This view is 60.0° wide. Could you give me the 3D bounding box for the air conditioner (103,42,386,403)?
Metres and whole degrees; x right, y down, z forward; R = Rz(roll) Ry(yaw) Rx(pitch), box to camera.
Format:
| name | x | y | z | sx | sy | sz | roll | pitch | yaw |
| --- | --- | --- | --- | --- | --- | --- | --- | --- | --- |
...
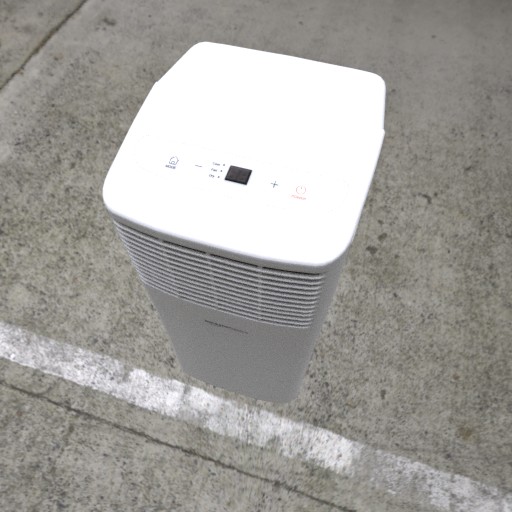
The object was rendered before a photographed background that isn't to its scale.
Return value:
| name | x | y | z | sx | sy | sz | roll | pitch | yaw |
| --- | --- | --- | --- | --- | --- | --- | --- | --- | --- |
| air conditioner | 0.000 | 0.000 | 0.795 | 0.304 | 0.606 | 0.349 | 15 | 59 | 9 |
